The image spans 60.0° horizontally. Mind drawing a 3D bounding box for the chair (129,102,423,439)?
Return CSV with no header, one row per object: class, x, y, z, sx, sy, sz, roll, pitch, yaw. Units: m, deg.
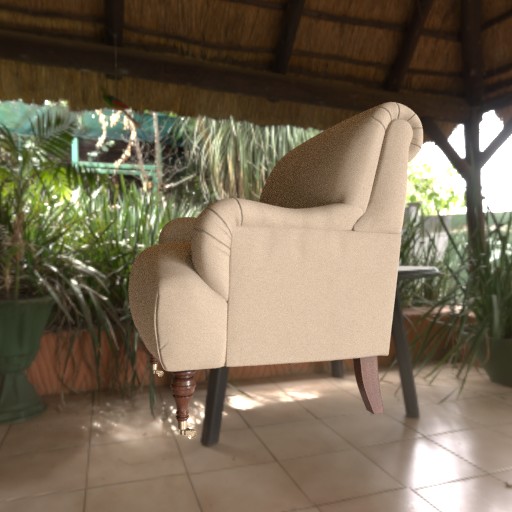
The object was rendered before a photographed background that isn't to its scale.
chair,0.000,0.000,1.536,0.842,0.942,0.766,0,1,-20
